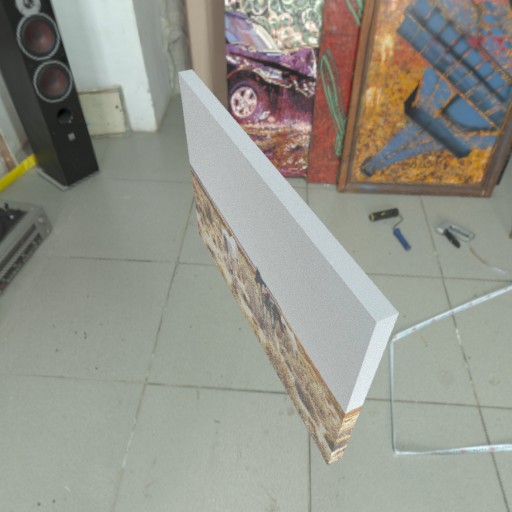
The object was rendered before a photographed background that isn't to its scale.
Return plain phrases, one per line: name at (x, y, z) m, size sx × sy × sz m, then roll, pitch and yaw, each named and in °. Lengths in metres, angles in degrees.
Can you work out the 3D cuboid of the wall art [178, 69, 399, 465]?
wall art at (0.000, 0.000, 1.444) m, size 0.051 × 0.761 × 1.138 m, roll -19°, pitch 50°, yaw -17°
